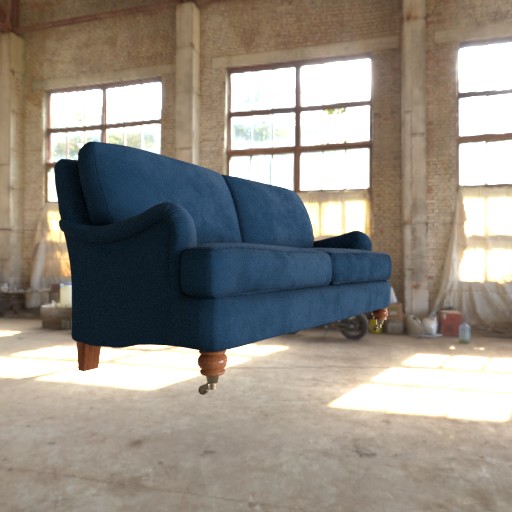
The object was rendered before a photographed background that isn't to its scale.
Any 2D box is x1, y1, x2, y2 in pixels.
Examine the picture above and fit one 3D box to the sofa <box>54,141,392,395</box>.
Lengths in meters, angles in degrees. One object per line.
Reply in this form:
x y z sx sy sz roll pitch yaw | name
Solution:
0.000 0.000 2.751 1.084 1.101 2.141 0 -1 34 | sofa
